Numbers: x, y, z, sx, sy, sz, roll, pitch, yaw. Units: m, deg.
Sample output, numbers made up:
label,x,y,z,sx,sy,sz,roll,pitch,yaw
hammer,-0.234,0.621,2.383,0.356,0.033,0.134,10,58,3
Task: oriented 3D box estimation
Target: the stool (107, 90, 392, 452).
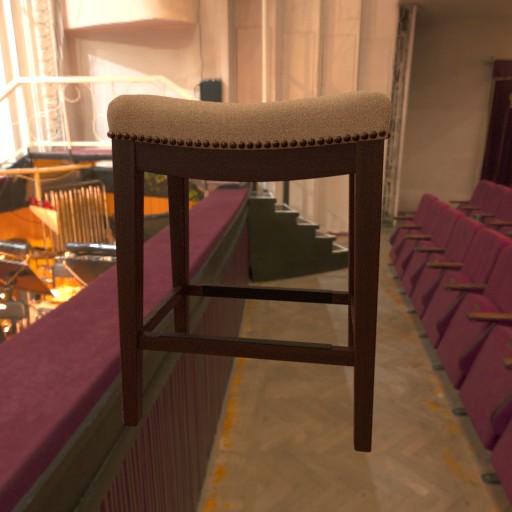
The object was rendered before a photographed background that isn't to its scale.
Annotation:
label,x,y,z,sx,sy,sz,roll,pitch,yaw
stool,0.000,0.000,0.976,0.509,0.669,0.363,3,16,9
